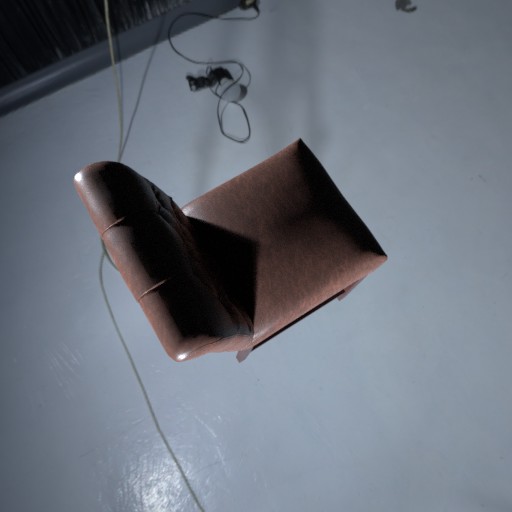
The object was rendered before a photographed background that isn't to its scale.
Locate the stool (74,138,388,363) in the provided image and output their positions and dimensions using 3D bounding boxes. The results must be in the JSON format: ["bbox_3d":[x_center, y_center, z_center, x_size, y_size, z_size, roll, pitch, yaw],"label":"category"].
[{"bbox_3d":[0.000,0.000,1.432,0.660,1.084,0.486,-31,76,-8],"label":"stool"}]
